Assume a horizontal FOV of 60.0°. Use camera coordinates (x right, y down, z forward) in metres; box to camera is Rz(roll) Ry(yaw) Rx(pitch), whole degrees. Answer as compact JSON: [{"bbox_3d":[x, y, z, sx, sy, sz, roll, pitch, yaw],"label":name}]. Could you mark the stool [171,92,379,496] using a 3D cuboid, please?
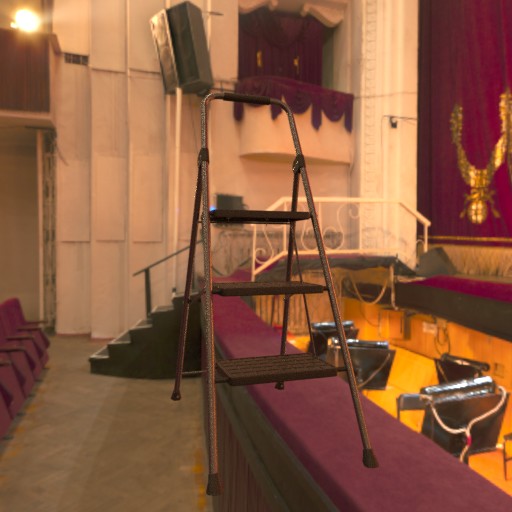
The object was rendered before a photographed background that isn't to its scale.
[{"bbox_3d":[0.000,0.000,1.454,0.473,1.121,0.733,0,1,-18],"label":"stool"}]
